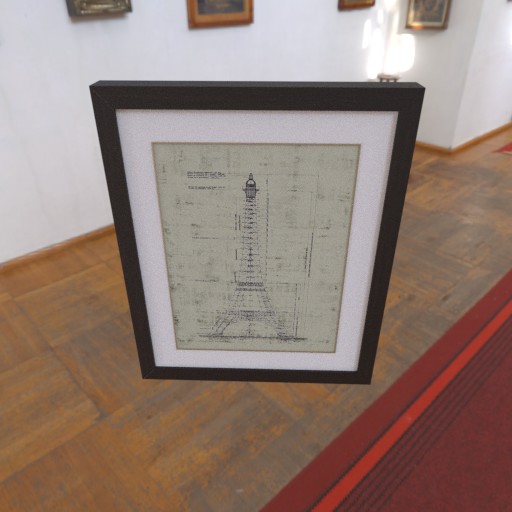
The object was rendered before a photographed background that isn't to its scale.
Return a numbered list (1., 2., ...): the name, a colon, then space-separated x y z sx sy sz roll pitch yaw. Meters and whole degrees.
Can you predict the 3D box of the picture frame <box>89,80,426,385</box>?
1. picture frame: 0.000 0.000 0.756 0.452 0.555 0.044 1 31 2
